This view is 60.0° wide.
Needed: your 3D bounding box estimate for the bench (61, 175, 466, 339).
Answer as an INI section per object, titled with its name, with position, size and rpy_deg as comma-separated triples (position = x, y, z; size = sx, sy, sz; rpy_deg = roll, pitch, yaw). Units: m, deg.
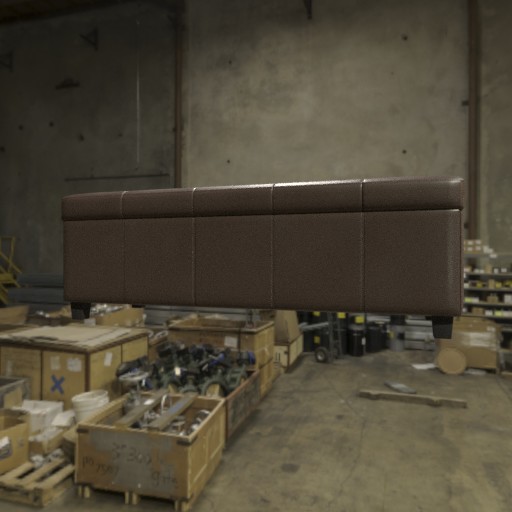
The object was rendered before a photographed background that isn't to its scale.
[bench]
position = 0.000, 0.000, 1.460
size = 1.219, 0.417, 0.450
rpy_deg = 0, 0, 18
